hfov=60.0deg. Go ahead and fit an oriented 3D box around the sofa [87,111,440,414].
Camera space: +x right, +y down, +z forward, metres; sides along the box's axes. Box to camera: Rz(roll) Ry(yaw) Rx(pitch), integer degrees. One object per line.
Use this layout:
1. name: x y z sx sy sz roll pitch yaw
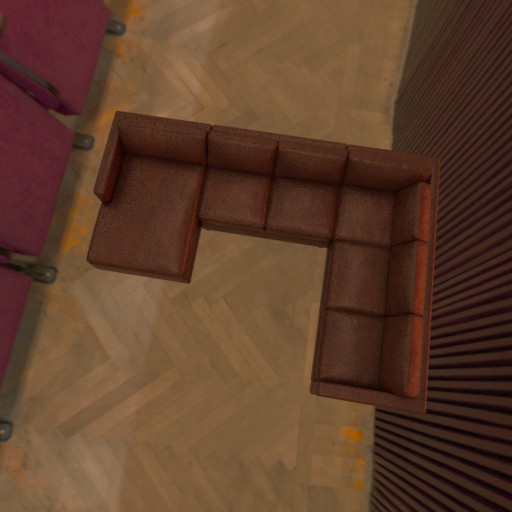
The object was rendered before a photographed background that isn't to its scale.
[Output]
1. sofa: 0.000 0.000 4.435 3.324 0.891 2.452 9 75 2
